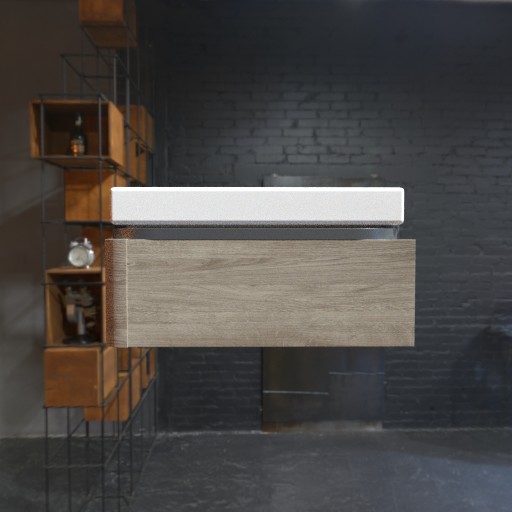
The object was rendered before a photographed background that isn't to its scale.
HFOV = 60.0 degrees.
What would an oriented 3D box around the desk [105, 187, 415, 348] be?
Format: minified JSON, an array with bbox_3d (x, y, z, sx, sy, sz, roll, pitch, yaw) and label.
[{"bbox_3d":[0.000,0.000,2.193,0.900,0.455,1.900,0,2,0],"label":"desk"}]
